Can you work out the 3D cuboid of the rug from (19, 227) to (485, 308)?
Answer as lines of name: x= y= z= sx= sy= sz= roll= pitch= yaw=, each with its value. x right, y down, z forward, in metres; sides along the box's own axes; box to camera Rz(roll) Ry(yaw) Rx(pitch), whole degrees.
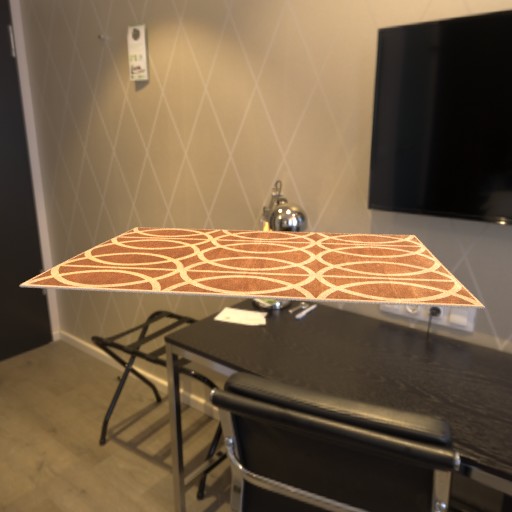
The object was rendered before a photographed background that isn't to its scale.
rug: x=0.000 y=0.000 z=2.869 sx=2.290 sy=0.014 sz=1.526 roll=2 pitch=15 yaw=7
